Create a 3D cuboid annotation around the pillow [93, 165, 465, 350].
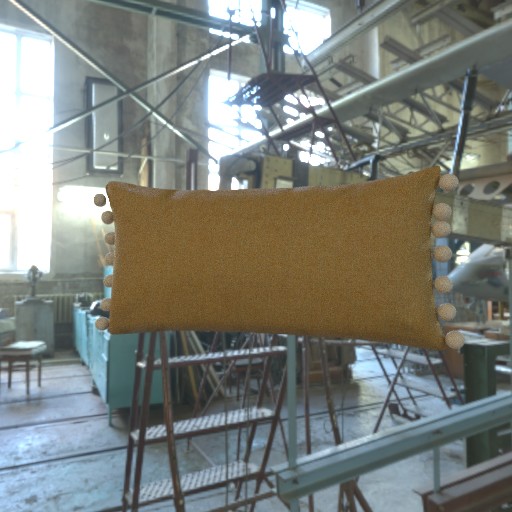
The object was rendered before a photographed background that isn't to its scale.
[{"bbox_3d":[0.000,0.000,0.833,0.709,0.322,0.201,-1,-2,18],"label":"pillow"}]
